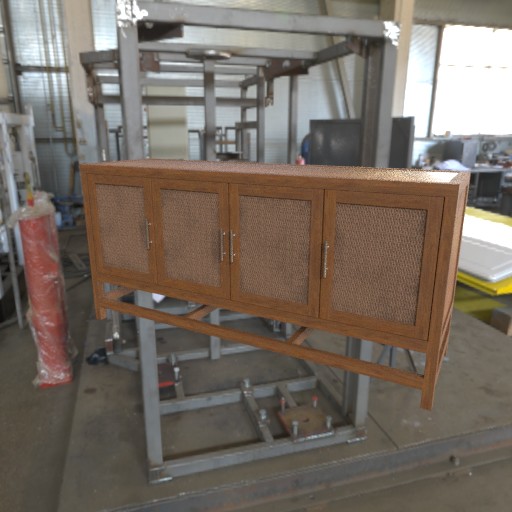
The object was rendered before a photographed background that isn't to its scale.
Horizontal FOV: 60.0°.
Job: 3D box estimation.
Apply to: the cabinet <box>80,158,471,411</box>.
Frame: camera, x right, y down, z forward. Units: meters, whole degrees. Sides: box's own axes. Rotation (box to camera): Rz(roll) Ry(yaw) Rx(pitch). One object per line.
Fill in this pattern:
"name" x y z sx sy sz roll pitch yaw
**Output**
"cabinet" 0.000 0.000 2.091 1.708 0.820 0.522 9 18 27
